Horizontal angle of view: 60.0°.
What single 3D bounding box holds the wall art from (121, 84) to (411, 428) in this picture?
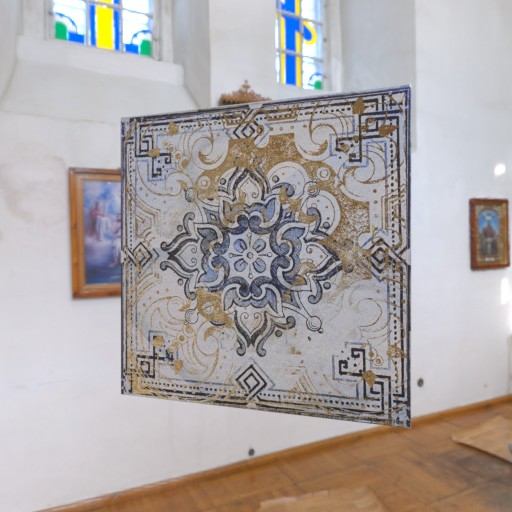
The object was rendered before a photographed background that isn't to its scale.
[{"bbox_3d":[0.000,0.000,0.458,0.302,0.306,0.038,0,0,19],"label":"wall art"}]
